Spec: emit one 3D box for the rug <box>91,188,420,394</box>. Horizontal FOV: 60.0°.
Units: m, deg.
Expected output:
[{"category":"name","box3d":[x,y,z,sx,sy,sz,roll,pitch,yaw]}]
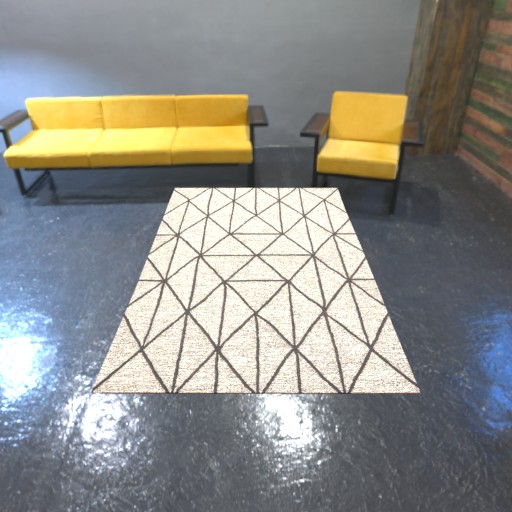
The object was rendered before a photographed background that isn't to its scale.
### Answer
[{"category":"rug","box3d":[0.000,0.000,3.107,1.526,0.008,2.465,0,31,0]}]
